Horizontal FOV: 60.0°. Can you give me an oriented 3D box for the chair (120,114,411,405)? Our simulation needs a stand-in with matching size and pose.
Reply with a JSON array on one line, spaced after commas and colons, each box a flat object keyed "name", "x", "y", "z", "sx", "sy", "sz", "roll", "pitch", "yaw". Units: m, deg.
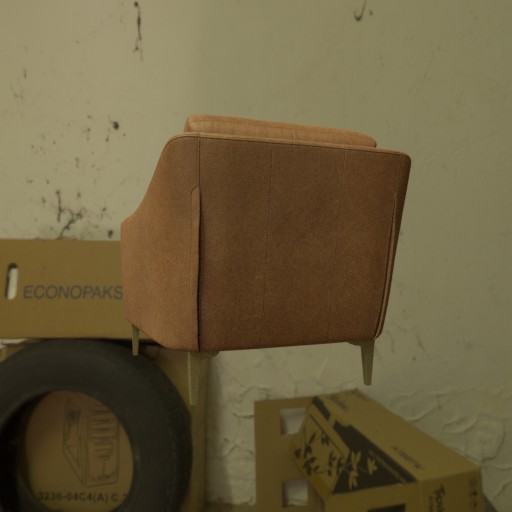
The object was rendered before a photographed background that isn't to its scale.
[{"name": "chair", "x": 0.000, "y": 0.000, "z": 1.736, "sx": 0.988, "sy": 0.895, "sz": 0.963, "roll": 0, "pitch": 1, "yaw": -19}]
